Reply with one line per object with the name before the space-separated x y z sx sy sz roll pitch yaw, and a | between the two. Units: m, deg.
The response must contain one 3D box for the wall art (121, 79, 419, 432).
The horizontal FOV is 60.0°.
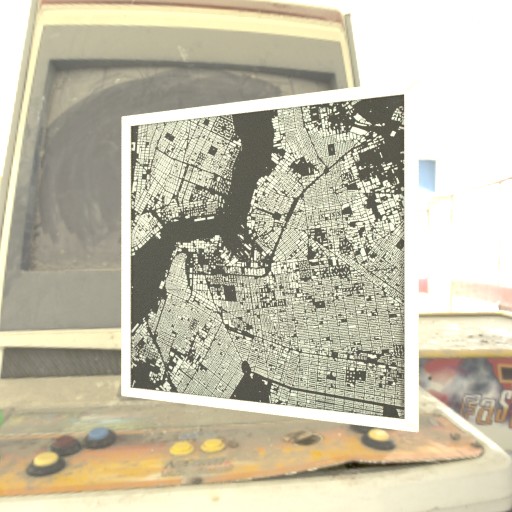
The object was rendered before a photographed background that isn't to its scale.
wall art | 0.000 0.000 1.105 0.761 0.762 0.050 0 0 19
